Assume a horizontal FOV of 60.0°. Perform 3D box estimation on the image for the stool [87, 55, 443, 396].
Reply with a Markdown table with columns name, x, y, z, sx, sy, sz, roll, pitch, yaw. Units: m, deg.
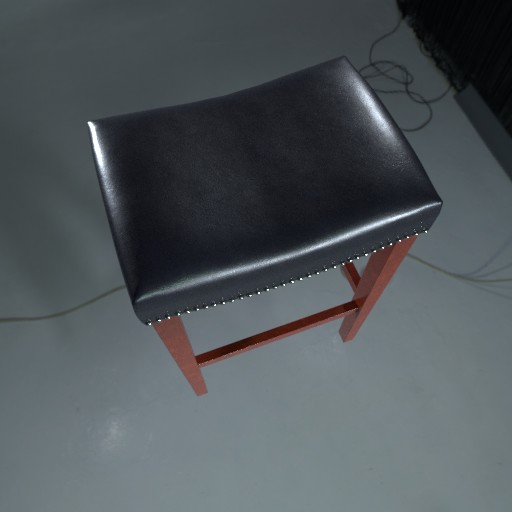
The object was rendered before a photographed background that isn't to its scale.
| name | x | y | z | sx | sy | sz | roll | pitch | yaw |
| --- | --- | --- | --- | --- | --- | --- | --- | --- | --- |
| stool | 0.000 | 0.000 | 1.026 | 0.504 | 0.742 | 0.372 | -18 | 64 | -9 |
